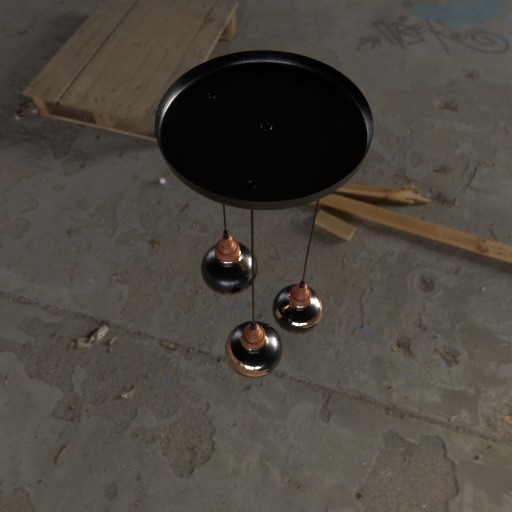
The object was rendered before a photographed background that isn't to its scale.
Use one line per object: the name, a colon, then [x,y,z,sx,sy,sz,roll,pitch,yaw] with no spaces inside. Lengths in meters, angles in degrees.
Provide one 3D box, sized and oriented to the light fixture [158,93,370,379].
light fixture: [0.000,0.000,1.743,0.605,1.410,0.608,32,64,18]
